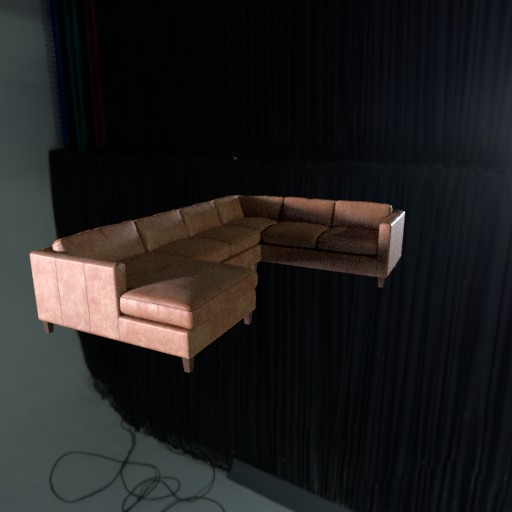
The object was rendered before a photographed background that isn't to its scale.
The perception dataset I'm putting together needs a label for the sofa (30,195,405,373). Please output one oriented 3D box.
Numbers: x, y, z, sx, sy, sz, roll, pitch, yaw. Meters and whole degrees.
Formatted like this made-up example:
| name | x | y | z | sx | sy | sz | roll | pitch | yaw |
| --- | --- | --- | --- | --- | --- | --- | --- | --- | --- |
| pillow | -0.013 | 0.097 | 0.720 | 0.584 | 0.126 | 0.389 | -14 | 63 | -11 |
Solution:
| name | x | y | z | sx | sy | sz | roll | pitch | yaw |
| --- | --- | --- | --- | --- | --- | --- | --- | --- | --- |
| sofa | 0.000 | 0.000 | 4.606 | 2.430 | 0.832 | 3.401 | 8 | 17 | 25 |
